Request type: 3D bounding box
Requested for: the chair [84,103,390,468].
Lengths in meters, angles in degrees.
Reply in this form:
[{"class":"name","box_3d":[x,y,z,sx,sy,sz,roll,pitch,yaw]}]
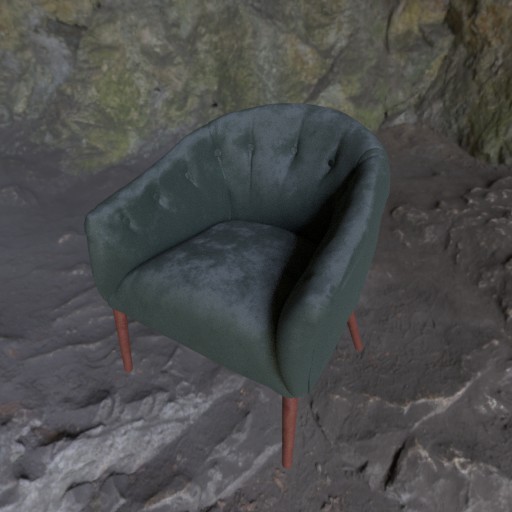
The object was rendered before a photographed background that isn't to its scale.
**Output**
[{"class":"chair","box_3d":[0.000,0.000,1.510,0.851,0.885,0.776,19,35,29]}]
